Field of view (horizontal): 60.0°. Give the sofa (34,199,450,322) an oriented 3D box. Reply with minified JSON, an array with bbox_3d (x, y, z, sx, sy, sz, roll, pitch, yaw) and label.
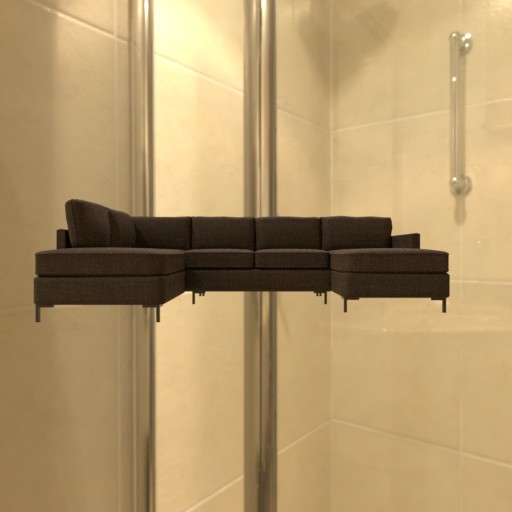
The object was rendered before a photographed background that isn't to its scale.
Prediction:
[{"bbox_3d":[0.000,0.000,4.396,3.423,0.999,2.048,0,1,0],"label":"sofa"}]
